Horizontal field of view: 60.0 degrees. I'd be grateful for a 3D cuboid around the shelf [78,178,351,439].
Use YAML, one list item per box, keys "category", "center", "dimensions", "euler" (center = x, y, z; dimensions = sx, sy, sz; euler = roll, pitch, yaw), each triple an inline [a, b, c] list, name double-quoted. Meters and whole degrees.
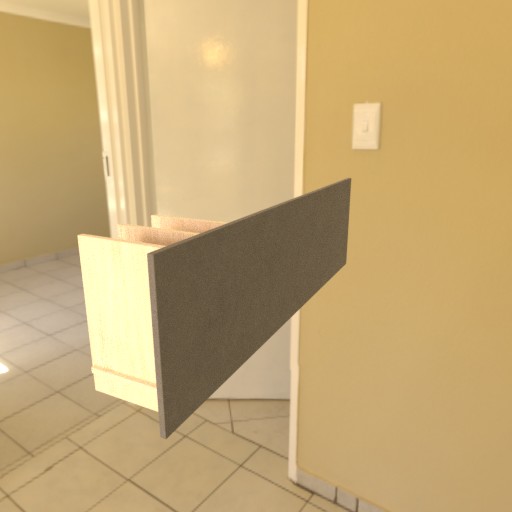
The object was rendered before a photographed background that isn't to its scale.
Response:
- category: "shelf"
  center: [0.000, 0.000, 1.126]
  dimensions: [0.200, 0.300, 1.020]
  euler: [8, 18, 26]
